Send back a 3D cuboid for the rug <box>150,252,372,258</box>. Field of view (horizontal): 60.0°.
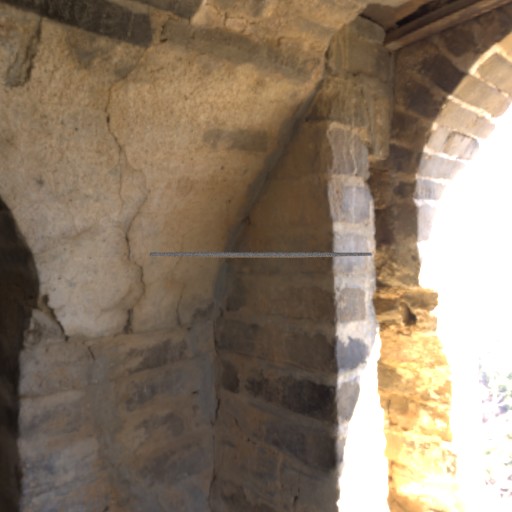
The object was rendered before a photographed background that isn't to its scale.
[{"bbox_3d":[0.000,0.000,2.714,0.759,0.012,2.430,0,0,-1],"label":"rug"}]
